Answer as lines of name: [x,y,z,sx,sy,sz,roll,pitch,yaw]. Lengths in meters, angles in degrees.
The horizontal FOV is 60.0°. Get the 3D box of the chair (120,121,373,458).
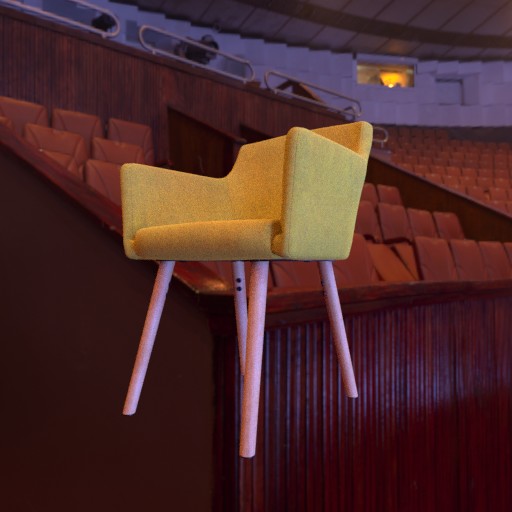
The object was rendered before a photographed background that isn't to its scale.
chair: [0.000,0.000,1.192,0.570,0.780,0.570,0,-1,38]
